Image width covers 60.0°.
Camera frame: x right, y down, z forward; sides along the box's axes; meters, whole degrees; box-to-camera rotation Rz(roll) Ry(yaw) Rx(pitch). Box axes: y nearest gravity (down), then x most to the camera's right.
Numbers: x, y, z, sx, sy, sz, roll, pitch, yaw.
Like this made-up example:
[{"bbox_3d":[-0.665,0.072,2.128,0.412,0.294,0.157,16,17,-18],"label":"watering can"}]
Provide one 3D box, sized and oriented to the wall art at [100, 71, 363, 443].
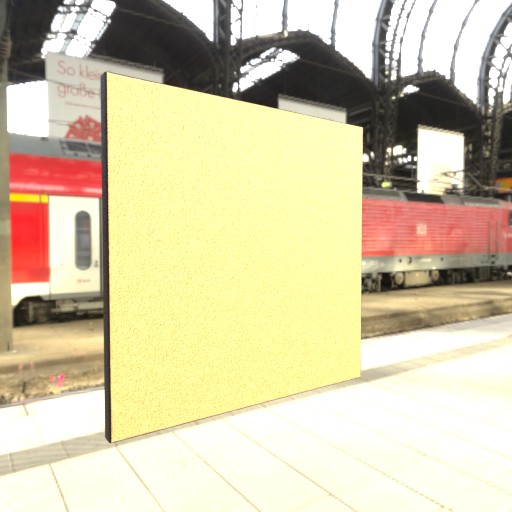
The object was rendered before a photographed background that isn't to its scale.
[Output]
[{"bbox_3d":[0.000,0.000,0.677,0.456,0.453,0.022,-2,3,-35],"label":"wall art"}]
